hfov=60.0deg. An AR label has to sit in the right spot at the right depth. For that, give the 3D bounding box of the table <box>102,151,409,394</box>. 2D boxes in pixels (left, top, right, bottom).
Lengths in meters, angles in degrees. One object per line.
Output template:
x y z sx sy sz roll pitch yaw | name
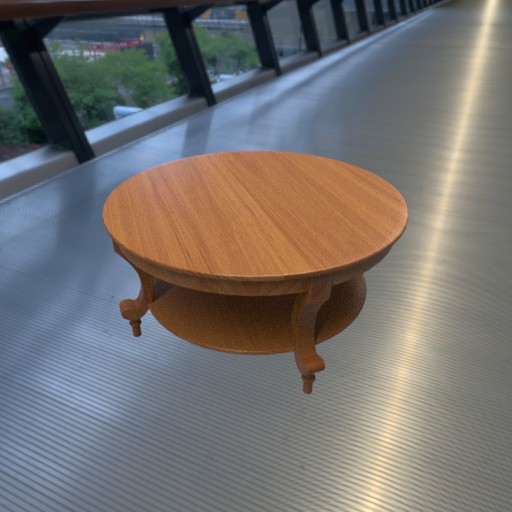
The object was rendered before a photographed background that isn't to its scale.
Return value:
0.000 0.000 1.669 1.029 0.490 1.029 0 31 0 | table
